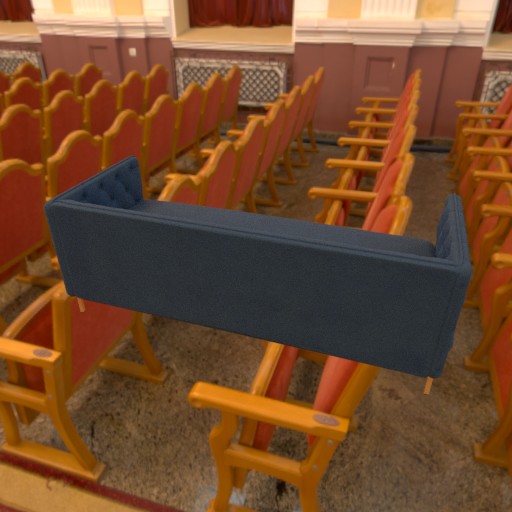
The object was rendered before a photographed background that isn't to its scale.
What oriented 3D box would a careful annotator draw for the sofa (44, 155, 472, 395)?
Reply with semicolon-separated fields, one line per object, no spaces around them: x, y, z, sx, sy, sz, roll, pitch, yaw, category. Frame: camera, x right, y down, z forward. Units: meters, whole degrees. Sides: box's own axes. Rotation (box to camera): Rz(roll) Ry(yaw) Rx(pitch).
0.000;0.000;2.650;2.209;0.771;0.895;10;32;16;sofa
